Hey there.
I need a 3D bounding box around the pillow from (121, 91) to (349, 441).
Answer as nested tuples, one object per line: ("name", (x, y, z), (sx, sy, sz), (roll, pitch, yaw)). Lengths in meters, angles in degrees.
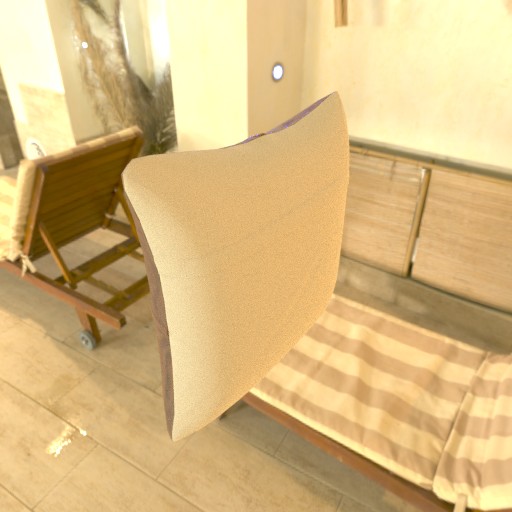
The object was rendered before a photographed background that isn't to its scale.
("pillow", (0.000, 0.000, 0.745), (0.192, 0.470, 0.484), (22, 38, 31))
